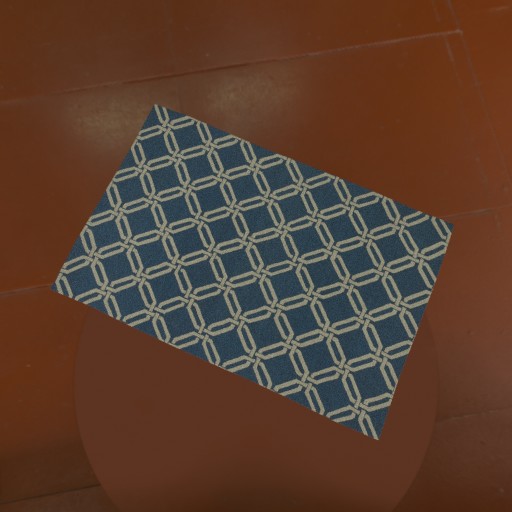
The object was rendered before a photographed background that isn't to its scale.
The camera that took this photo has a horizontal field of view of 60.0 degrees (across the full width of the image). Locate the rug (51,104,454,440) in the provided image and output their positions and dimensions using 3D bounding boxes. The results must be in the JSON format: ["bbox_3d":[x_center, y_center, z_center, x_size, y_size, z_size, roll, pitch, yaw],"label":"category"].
[{"bbox_3d":[0.000,0.000,2.255,1.755,0.010,1.153,23,77,6],"label":"rug"}]
